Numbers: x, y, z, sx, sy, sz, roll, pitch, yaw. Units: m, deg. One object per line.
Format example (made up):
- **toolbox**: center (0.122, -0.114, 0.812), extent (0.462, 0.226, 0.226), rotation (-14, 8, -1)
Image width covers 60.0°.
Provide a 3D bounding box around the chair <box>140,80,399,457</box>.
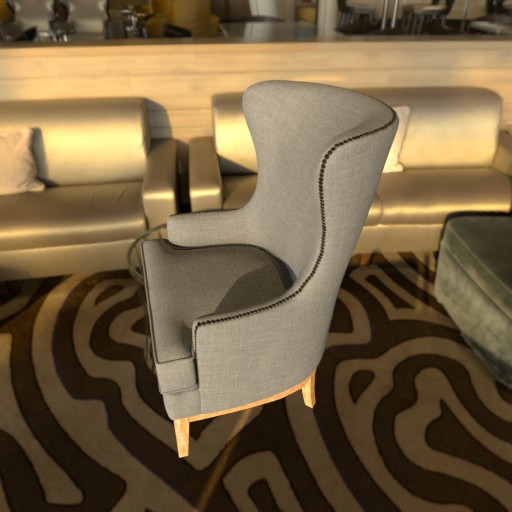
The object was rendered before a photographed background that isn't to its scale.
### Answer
- **chair**: center (0.000, 0.000, 1.764), extent (0.883, 1.176, 0.864), rotation (-8, 33, -13)
